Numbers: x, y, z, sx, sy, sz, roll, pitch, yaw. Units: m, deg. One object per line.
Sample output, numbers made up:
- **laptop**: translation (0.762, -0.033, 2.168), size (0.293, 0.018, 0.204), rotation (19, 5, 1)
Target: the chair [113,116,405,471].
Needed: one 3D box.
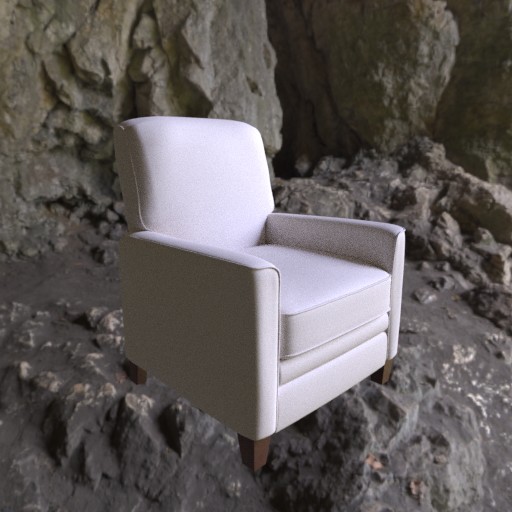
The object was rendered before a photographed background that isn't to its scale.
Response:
- **chair**: translation (0.000, 0.000, 1.672), size (0.841, 1.028, 0.858), rotation (-13, 19, -42)
